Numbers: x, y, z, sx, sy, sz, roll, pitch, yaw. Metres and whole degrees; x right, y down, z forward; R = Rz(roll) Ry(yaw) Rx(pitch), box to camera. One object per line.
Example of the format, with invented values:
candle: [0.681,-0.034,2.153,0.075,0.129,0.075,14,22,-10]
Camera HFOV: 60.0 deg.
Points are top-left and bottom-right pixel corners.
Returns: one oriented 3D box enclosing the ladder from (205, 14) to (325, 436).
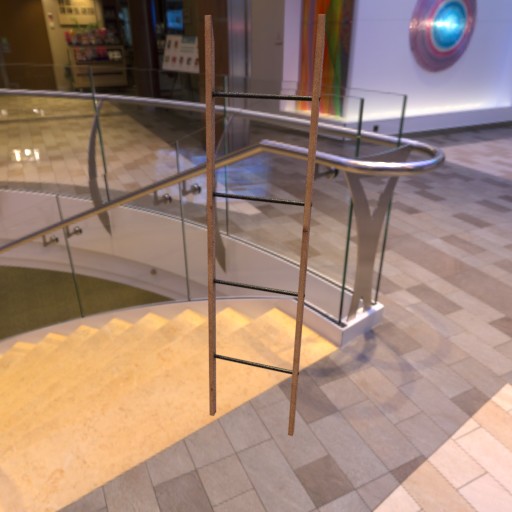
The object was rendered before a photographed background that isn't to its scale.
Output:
ladder: [0.000,0.000,1.884,0.442,1.805,0.200,8,28,16]
